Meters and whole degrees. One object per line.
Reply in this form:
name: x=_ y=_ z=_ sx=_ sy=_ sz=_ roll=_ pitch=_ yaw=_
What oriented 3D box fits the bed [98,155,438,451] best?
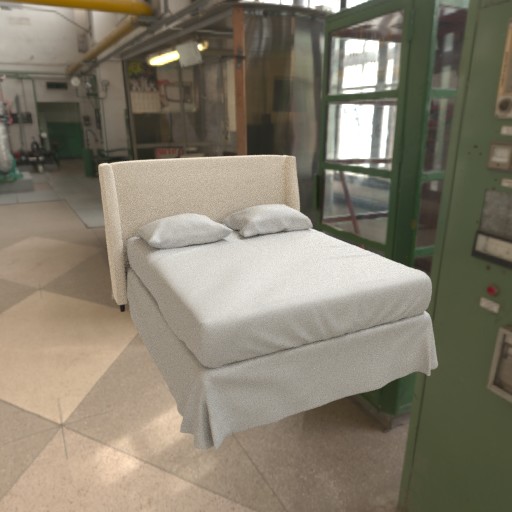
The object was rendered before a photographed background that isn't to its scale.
bed: x=0.000 y=0.000 z=3.444 sx=1.925 sy=1.332 sz=2.276 roll=-9 pitch=20 yaw=-25
